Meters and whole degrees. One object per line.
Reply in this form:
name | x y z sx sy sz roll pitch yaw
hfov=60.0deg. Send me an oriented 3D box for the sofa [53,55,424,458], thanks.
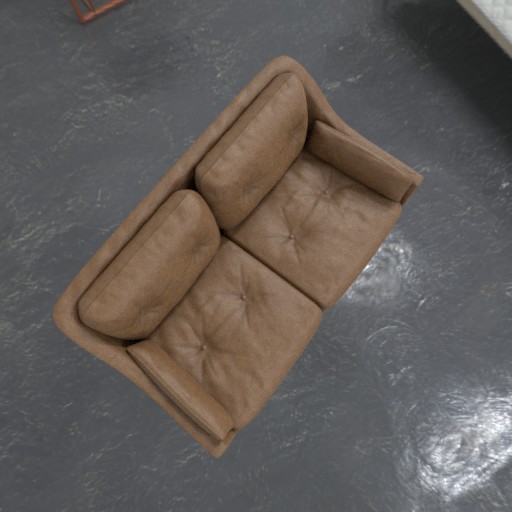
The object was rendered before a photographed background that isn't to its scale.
sofa | 0.000 0.000 2.303 0.981 0.886 1.731 37 78 9
